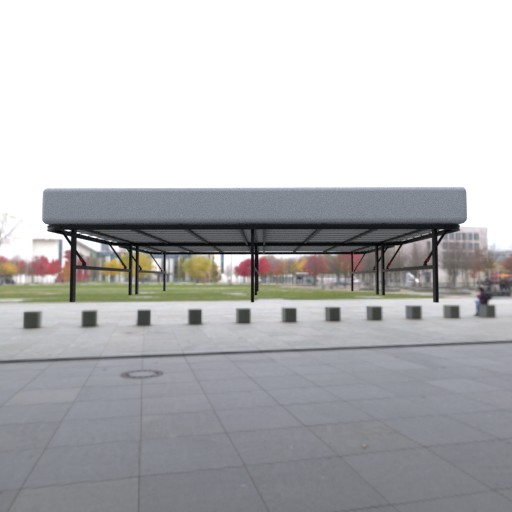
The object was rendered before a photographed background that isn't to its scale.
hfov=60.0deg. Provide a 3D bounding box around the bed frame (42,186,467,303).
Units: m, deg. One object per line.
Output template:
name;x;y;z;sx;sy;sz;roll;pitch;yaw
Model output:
bed frame;0.000;0.000;3.000;1.935;0.525;2.033;0;-3;1
